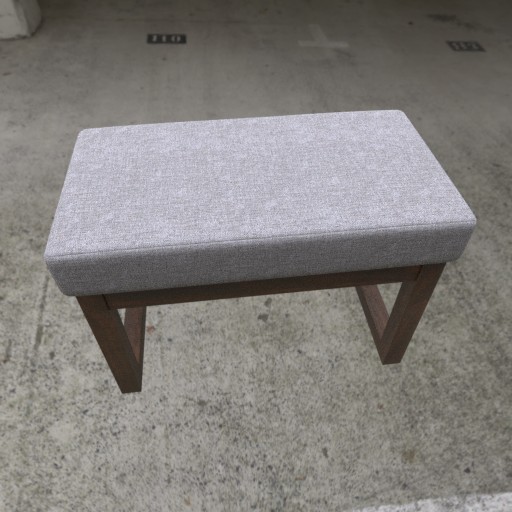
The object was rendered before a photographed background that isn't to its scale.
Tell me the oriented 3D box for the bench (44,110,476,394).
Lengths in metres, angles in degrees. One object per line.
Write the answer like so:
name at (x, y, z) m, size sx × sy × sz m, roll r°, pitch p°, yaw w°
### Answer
bench at (0.000, 0.000, 0.959) m, size 0.681 × 0.467 × 0.366 m, roll -5°, pitch 47°, yaw -5°
